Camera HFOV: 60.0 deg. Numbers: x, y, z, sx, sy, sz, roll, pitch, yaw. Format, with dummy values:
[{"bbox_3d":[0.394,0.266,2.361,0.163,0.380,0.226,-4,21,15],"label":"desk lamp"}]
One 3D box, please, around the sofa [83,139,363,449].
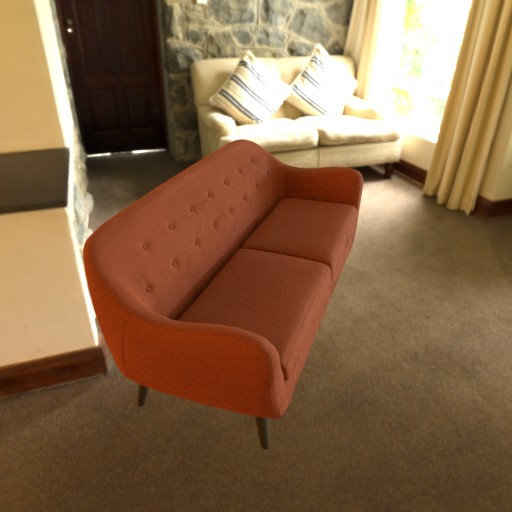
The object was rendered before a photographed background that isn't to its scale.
[{"bbox_3d":[0.000,0.000,2.314,0.820,0.836,1.840,11,31,18],"label":"sofa"}]
